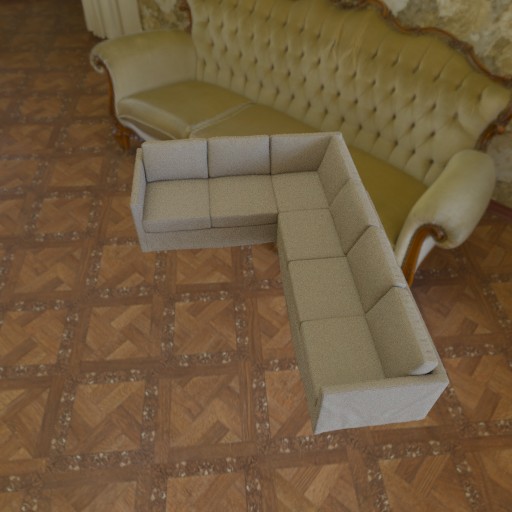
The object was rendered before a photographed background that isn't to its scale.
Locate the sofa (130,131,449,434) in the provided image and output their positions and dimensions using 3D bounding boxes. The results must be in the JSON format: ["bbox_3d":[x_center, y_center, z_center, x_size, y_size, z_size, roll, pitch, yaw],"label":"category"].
[{"bbox_3d":[0.000,0.000,4.289,2.432,0.871,3.182,-5,48,-4],"label":"sofa"}]
